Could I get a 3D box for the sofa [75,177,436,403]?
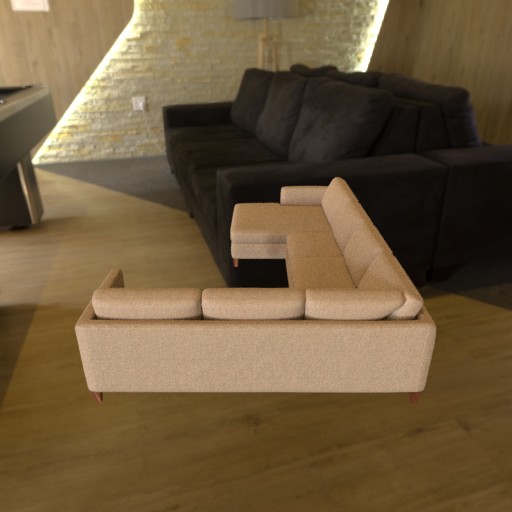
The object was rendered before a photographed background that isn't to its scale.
[{"bbox_3d":[0.000,0.000,4.669,2.551,0.889,3.403,0,25,0],"label":"sofa"}]
